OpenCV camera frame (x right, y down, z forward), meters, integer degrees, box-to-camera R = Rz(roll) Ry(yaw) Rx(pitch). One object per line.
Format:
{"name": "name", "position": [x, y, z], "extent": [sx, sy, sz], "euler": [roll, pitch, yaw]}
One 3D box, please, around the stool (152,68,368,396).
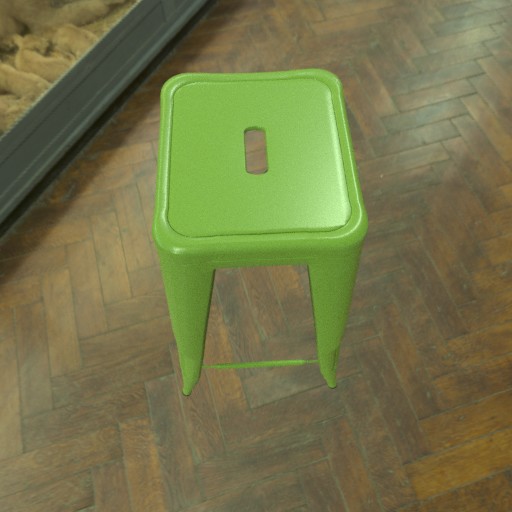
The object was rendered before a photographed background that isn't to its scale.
{"name": "stool", "position": [0.000, 0.000, 0.836], "extent": [0.358, 0.609, 0.398], "euler": [-2, 63, -1]}
